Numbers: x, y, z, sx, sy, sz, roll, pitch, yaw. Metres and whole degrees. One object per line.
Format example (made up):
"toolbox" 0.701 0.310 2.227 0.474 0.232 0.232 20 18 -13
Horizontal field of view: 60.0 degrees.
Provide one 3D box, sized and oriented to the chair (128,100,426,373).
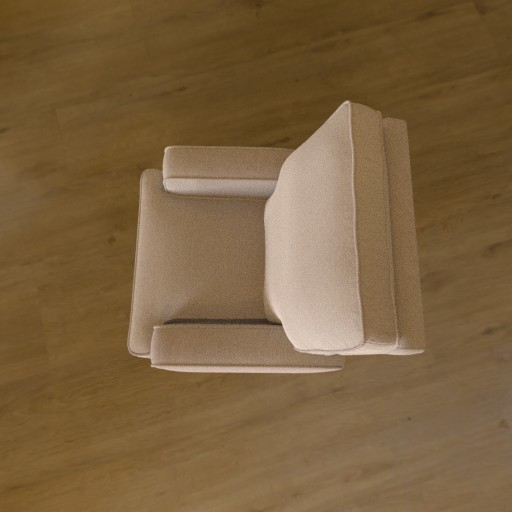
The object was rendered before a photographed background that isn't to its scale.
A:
"chair" 0.000 0.000 1.689 0.969 0.964 0.861 0 75 0
